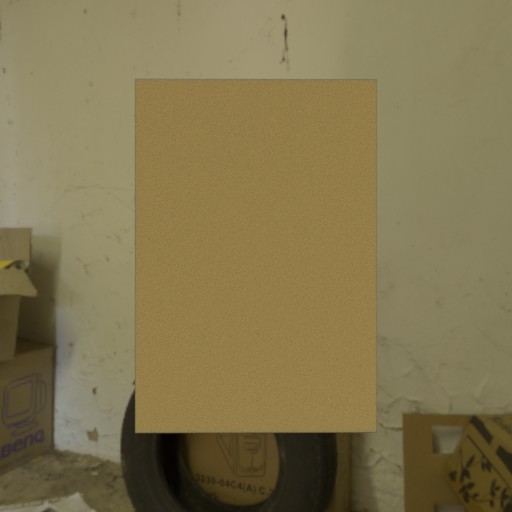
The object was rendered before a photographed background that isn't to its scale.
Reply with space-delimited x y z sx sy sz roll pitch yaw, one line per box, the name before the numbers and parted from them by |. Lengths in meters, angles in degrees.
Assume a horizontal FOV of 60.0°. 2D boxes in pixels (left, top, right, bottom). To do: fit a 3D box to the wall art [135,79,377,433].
wall art | 0.000 0.000 0.588 0.313 0.457 0.031 0 0 0
